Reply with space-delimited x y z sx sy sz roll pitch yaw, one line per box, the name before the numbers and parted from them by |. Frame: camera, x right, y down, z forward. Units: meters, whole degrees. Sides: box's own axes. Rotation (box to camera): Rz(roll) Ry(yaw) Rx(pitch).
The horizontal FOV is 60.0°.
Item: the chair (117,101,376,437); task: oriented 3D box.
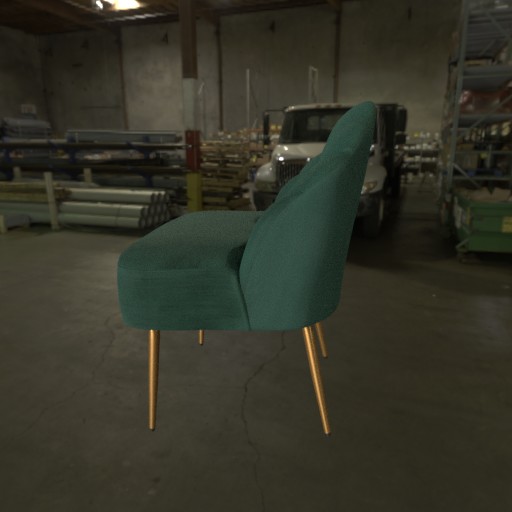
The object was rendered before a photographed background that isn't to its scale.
chair | 0.000 0.000 1.247 0.599 0.819 0.657 2 15 8
